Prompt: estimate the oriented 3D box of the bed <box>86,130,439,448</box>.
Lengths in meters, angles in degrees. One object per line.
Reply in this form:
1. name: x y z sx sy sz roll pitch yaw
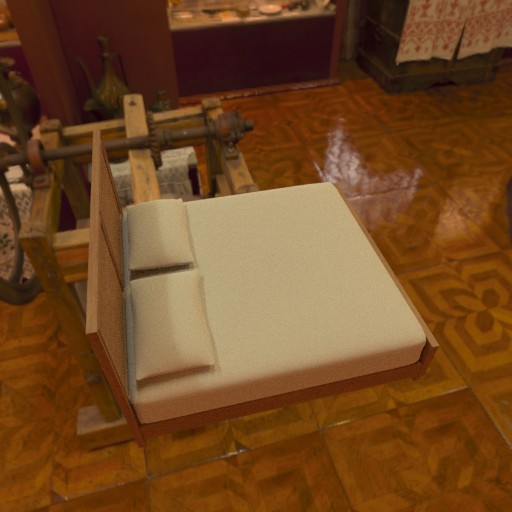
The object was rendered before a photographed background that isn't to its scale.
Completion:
1. bed: 0.000 0.000 3.513 2.184 1.387 2.003 -10 46 -10
